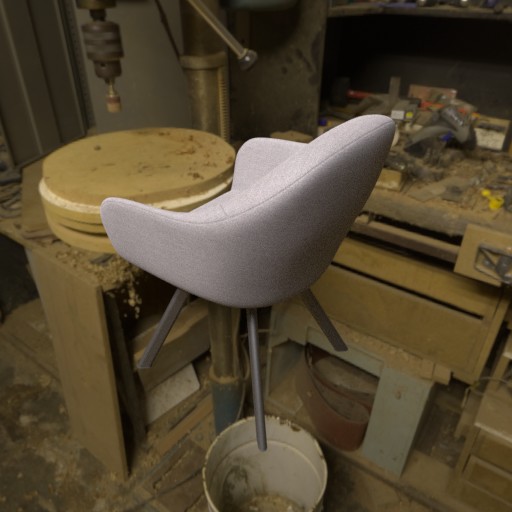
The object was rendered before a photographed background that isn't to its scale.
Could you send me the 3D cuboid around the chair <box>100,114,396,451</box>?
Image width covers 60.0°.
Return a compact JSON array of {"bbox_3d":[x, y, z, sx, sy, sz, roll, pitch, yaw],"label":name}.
[{"bbox_3d":[0.000,0.000,1.156,0.570,0.780,0.540,22,38,31],"label":"chair"}]
